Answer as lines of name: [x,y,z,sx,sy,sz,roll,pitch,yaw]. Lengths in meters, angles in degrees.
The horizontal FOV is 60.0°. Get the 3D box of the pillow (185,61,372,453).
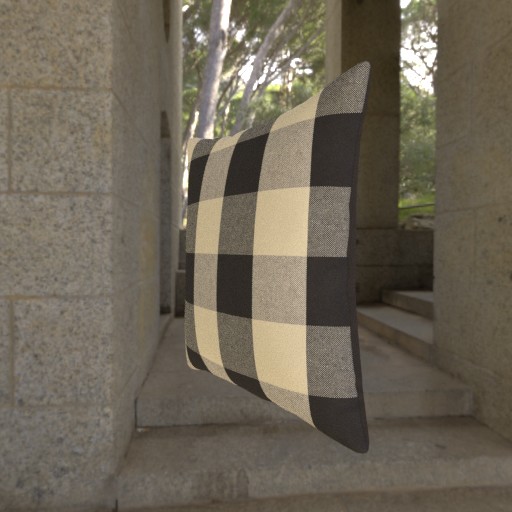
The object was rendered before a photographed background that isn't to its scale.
pillow: [0.000,0.000,0.779,0.161,0.509,0.511,-1,2,-35]
